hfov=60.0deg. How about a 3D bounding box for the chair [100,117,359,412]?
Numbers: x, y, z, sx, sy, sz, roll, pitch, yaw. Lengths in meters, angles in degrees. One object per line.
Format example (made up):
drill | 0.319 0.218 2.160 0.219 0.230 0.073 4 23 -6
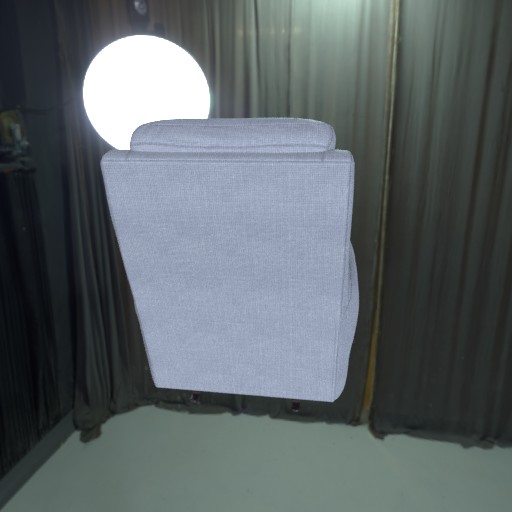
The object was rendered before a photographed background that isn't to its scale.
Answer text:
chair | 0.000 0.000 1.775 0.829 1.030 1.080 2 16 8
